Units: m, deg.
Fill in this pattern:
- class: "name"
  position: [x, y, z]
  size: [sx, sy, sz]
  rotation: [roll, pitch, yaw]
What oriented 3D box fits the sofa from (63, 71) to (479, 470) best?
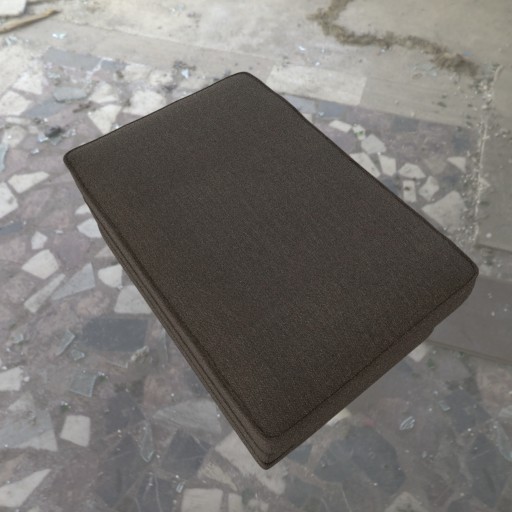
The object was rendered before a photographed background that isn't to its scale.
- class: "sofa"
  position: [0.000, 0.000, 1.170]
  size: [0.578, 0.457, 0.854]
  rotation: [-33, 64, -18]
